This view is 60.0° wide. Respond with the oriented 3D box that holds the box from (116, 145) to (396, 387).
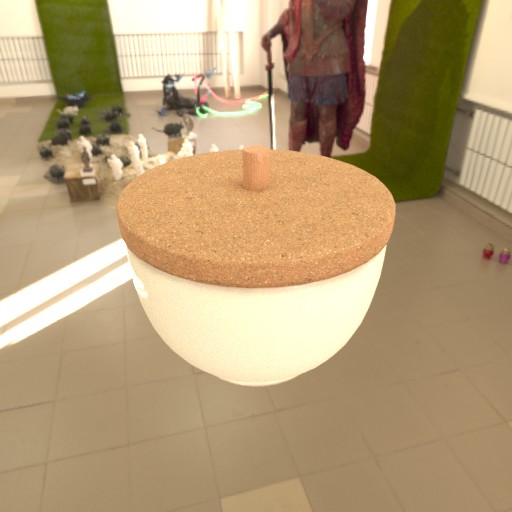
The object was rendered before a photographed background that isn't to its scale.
[{"bbox_3d":[0.000,0.000,0.190,0.107,0.094,0.107,0,31,0],"label":"box"}]
